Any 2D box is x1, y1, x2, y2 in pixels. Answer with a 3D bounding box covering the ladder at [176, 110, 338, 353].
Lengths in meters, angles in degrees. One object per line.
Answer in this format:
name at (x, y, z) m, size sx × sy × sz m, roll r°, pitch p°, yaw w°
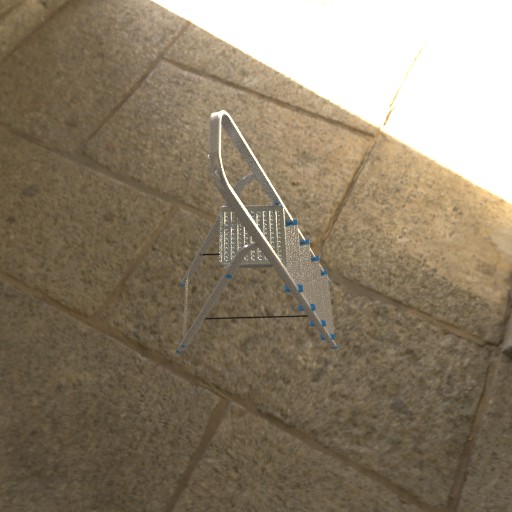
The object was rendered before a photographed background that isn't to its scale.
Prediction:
ladder at (0.000, 0.000, 2.090) m, size 0.990 × 1.648 × 0.468 m, roll -1°, pitch 63°, yaw -1°
